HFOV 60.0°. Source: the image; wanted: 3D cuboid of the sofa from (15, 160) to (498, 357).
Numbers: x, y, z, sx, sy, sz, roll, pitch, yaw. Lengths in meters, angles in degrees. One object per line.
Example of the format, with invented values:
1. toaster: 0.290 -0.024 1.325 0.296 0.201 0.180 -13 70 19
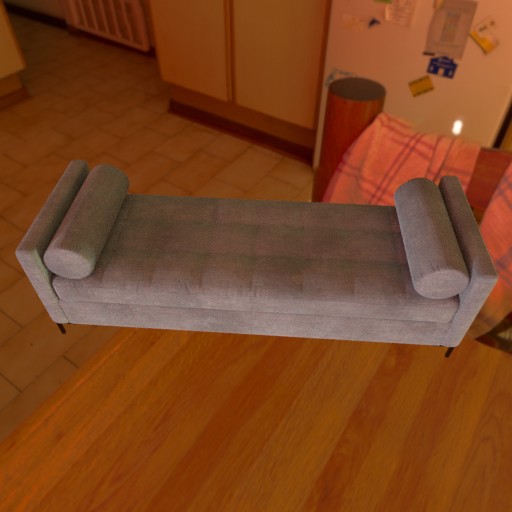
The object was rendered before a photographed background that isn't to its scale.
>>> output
1. sofa: 0.000 0.000 2.245 1.981 0.635 0.686 3 46 3
